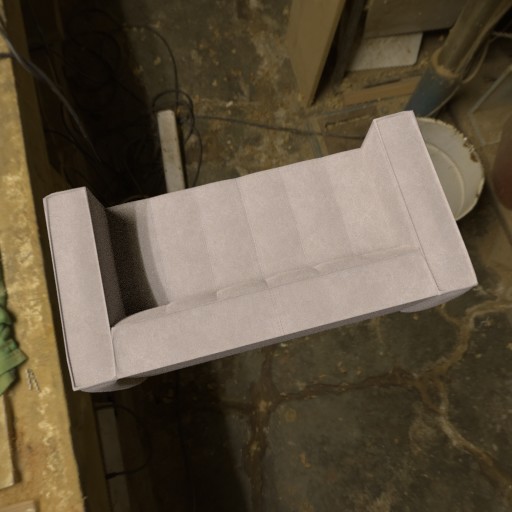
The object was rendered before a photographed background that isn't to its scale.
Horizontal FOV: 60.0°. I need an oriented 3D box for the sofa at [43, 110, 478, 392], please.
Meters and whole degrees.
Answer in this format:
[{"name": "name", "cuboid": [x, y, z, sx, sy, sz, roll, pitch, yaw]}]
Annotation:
[{"name": "sofa", "cuboid": [0.000, 0.000, 2.485, 1.995, 0.680, 1.038, -14, 76, -4]}]
